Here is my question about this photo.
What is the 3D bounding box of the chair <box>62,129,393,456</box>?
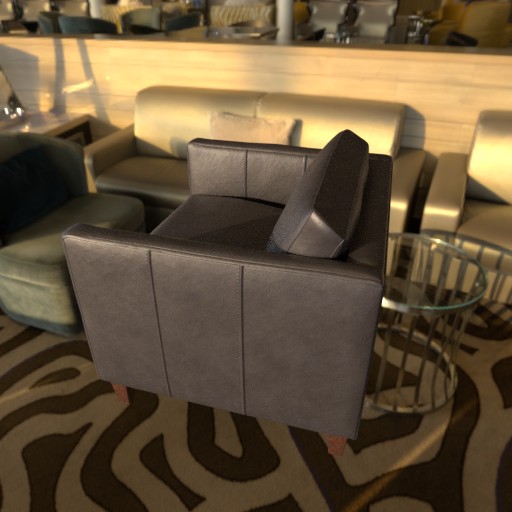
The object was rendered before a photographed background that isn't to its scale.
[{"bbox_3d":[0.000,0.000,1.594,0.862,0.811,0.939,8,32,14],"label":"chair"}]
